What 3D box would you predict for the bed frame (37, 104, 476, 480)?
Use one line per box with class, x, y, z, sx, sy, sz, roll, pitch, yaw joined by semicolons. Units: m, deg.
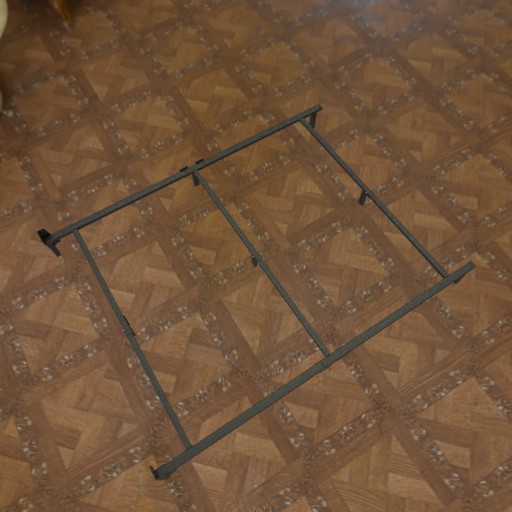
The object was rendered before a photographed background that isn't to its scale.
bed frame;0.000;0.000;2.573;1.990;0.248;1.498;-30;66;-14
